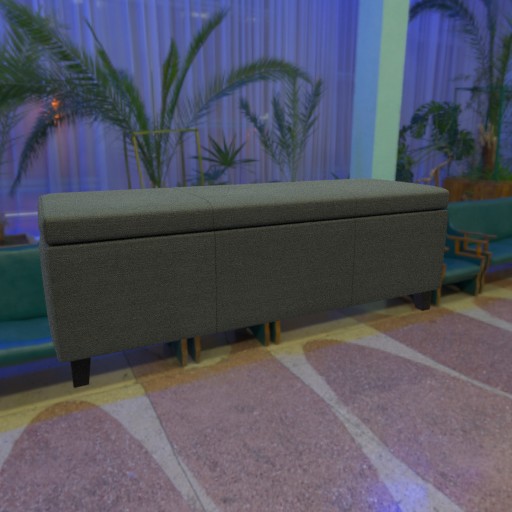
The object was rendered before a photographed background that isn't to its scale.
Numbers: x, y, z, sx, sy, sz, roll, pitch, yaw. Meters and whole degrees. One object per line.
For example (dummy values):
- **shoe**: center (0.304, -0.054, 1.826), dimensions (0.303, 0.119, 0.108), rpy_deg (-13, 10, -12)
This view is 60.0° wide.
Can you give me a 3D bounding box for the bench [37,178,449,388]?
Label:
- **bench**: center (0.000, 0.000, 1.457), dimensions (1.269, 0.438, 0.446), rpy_deg (-7, 16, -25)
